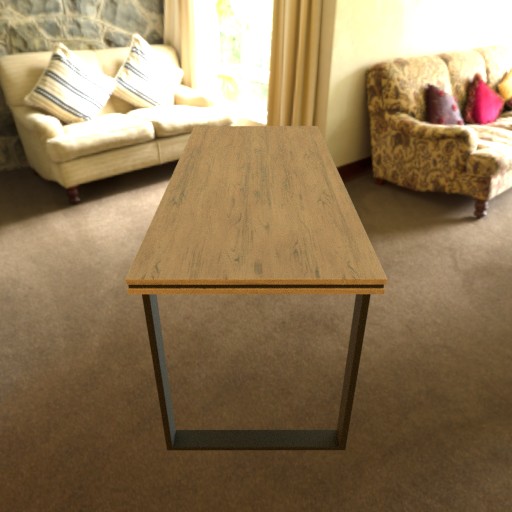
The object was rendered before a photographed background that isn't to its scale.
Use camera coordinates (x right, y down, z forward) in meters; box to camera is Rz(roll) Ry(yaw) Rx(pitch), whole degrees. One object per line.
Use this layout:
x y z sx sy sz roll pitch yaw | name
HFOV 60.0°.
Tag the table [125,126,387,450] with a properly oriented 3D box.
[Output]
0.000 0.000 2.337 0.795 0.899 1.778 0 31 0 | table
